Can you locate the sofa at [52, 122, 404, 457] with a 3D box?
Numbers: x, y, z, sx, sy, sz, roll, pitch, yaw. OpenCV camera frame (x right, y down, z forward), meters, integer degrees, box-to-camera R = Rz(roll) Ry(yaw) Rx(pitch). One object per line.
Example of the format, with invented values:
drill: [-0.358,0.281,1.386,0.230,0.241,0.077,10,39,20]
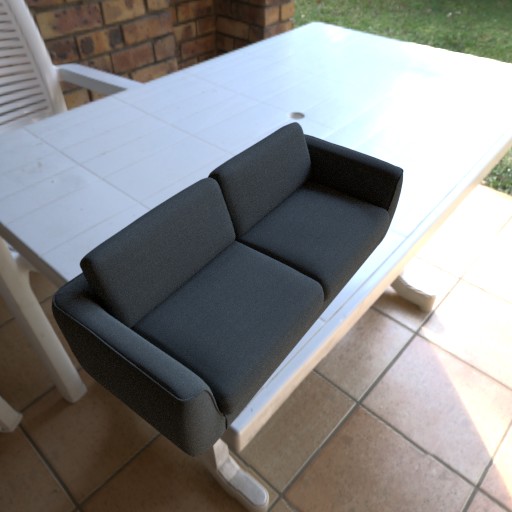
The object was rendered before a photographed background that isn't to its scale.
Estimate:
sofa: [0.000,0.000,2.447,0.920,0.850,2.000,26,48,26]
